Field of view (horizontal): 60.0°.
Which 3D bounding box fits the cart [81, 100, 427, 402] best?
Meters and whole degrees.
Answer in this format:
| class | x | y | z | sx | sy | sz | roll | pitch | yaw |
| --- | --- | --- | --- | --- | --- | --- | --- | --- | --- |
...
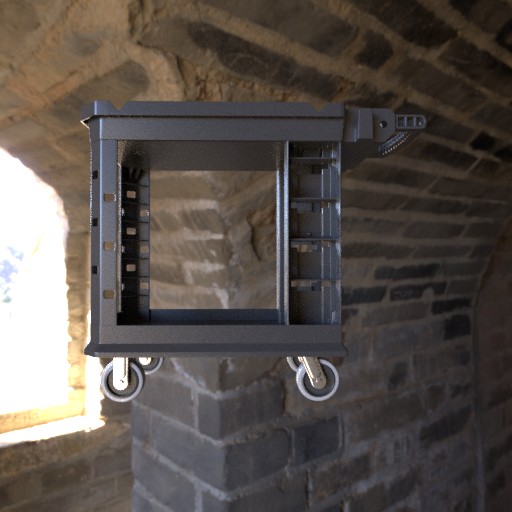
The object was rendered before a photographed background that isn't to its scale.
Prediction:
| class | x | y | z | sx | sy | sz | roll | pitch | yaw |
| --- | --- | --- | --- | --- | --- | --- | --- | --- | --- |
| cart | 0.000 | 0.000 | 1.521 | 1.061 | 0.884 | 0.497 | 0 | -1 | -1 |
